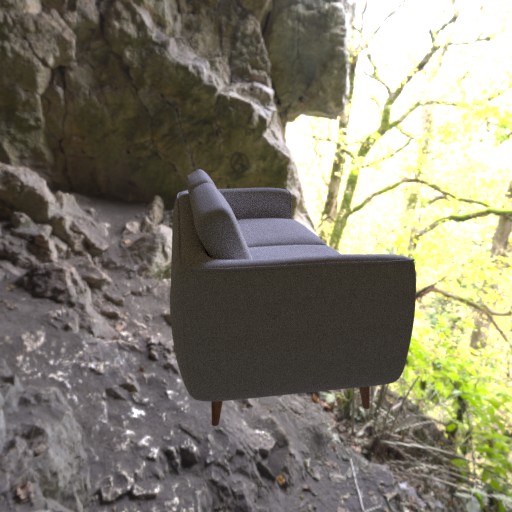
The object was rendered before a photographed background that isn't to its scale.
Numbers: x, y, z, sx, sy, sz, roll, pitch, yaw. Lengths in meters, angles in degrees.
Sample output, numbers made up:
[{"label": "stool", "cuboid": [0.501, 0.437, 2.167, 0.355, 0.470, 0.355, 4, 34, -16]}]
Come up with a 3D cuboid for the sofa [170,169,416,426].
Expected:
[{"label": "sofa", "cuboid": [0.000, 0.000, 2.464, 0.920, 0.850, 2.000, -3, 16, -10]}]
